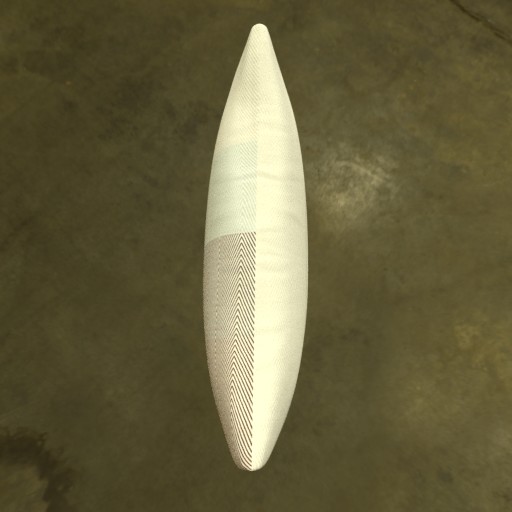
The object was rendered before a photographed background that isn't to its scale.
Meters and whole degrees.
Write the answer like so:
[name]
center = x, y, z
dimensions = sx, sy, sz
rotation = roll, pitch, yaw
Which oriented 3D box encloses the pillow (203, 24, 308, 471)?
[pillow]
center = 0.000, 0.000, 0.614
dimensions = 0.139, 0.305, 0.506
rotation = 1, 76, 0
